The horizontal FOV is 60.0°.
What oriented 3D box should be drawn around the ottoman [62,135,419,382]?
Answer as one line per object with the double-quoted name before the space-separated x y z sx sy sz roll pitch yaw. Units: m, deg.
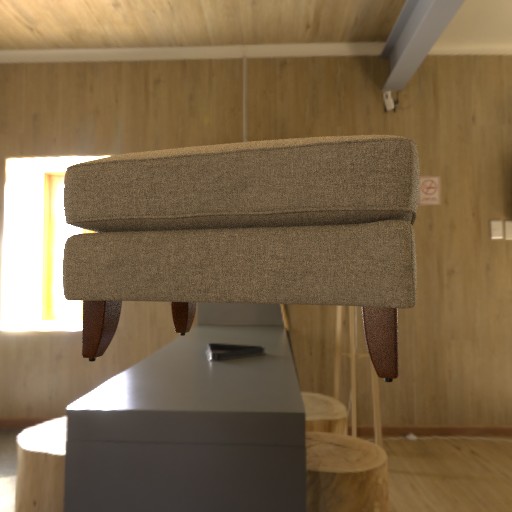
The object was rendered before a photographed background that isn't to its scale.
"ottoman" 0.000 0.000 1.302 0.889 0.561 0.661 -1 -2 17
